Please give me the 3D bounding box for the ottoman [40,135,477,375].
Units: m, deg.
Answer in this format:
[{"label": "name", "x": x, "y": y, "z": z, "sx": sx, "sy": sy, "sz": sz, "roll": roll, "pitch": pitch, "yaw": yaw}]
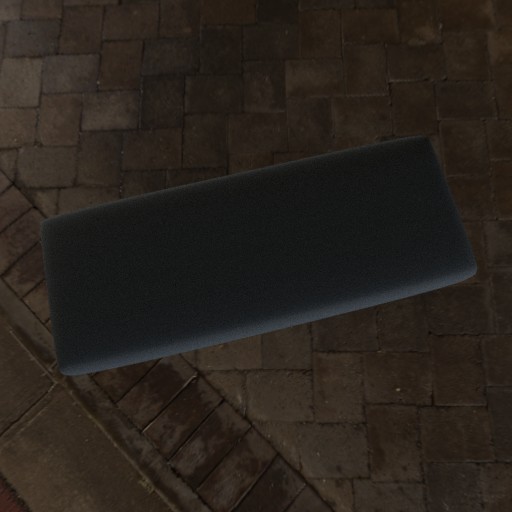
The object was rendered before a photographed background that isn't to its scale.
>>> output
[{"label": "ottoman", "x": 0.000, "y": 0.000, "z": 1.865, "sx": 1.609, "sy": 0.393, "sz": 0.646, "roll": -13, "pitch": 76, "yaw": -3}]
